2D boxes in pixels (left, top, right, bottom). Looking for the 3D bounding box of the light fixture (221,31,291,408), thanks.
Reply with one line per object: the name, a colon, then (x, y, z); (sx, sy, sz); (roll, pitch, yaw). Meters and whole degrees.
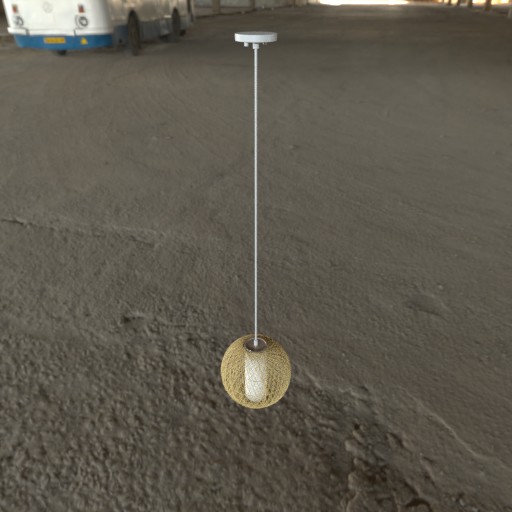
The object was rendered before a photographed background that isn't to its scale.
light fixture: (0.000, 0.000, 2.172); (0.406, 1.955, 0.407); (8, 32, 12)
